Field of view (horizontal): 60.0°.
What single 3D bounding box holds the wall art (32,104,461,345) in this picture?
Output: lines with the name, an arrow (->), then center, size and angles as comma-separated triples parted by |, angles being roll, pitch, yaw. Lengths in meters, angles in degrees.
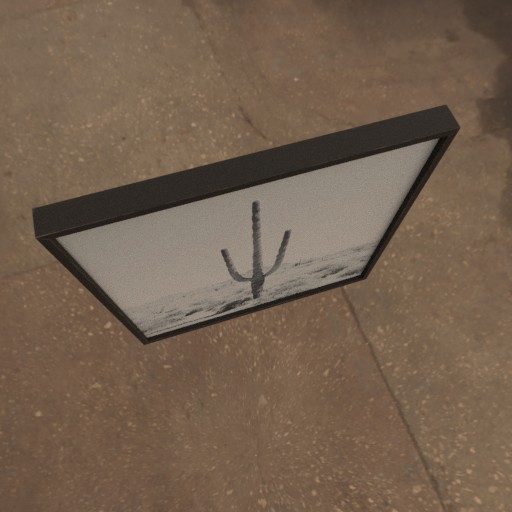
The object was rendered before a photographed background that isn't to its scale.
wall art -> 0.000, 0.000, 0.745 | 0.508, 0.508, 0.038 | -16, 67, -7
